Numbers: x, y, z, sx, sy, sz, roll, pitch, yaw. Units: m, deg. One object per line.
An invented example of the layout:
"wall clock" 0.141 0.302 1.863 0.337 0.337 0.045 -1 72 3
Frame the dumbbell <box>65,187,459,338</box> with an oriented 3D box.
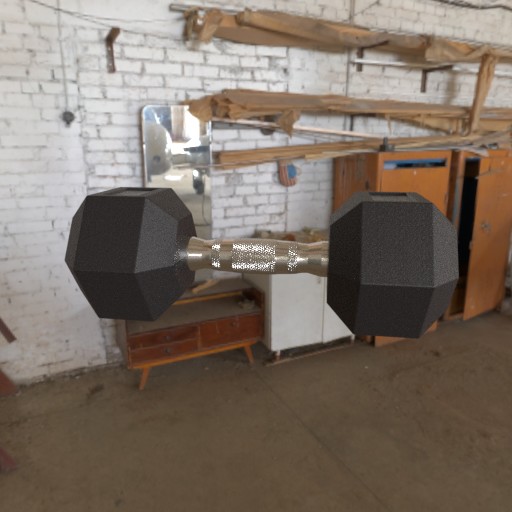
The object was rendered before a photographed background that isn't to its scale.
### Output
"dumbbell" 0.000 0.000 0.437 0.356 0.123 0.141 2 16 8
